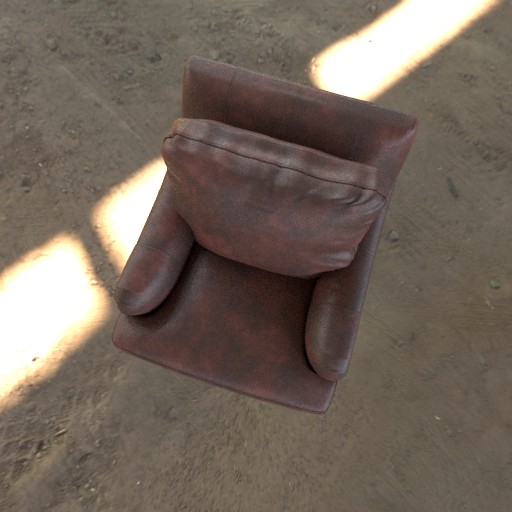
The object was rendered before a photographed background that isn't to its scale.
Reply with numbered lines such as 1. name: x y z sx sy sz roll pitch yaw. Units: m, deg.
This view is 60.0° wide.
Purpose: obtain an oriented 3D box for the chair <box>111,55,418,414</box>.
1. chair: 0.000 0.000 1.956 0.987 1.051 1.156 17 76 4
